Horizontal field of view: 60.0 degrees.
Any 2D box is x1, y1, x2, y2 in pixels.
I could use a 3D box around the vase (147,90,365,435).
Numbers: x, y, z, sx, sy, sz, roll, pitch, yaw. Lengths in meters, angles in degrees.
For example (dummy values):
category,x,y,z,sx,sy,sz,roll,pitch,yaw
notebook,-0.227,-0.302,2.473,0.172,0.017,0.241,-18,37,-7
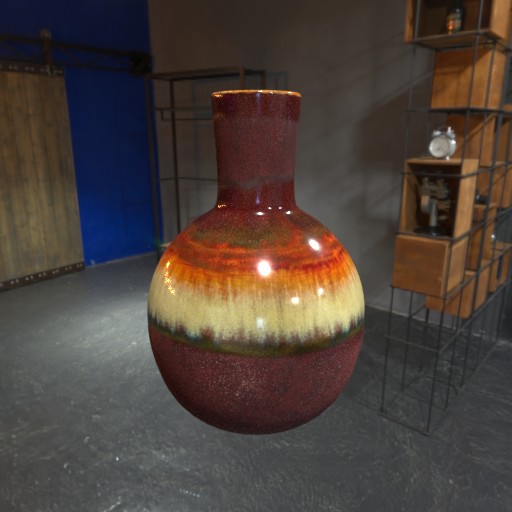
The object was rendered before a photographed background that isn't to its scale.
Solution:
category,x,y,z,sx,sy,sz,roll,pitch,yaw
vase,0.000,0.000,0.224,0.111,0.154,0.111,0,16,0
